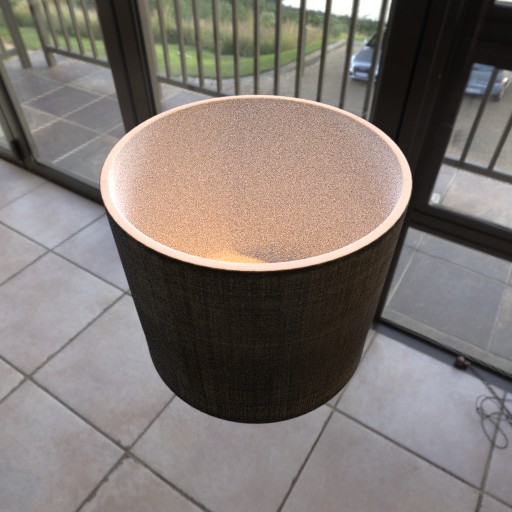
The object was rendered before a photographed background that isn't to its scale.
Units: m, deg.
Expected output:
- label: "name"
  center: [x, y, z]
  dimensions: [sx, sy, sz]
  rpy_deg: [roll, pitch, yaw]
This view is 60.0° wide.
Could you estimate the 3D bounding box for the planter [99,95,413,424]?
- label: "planter"
  center: [0.000, 0.000, 0.448]
  dimensions: [0.254, 0.221, 0.254]
  rpy_deg: [0, 44, 0]
